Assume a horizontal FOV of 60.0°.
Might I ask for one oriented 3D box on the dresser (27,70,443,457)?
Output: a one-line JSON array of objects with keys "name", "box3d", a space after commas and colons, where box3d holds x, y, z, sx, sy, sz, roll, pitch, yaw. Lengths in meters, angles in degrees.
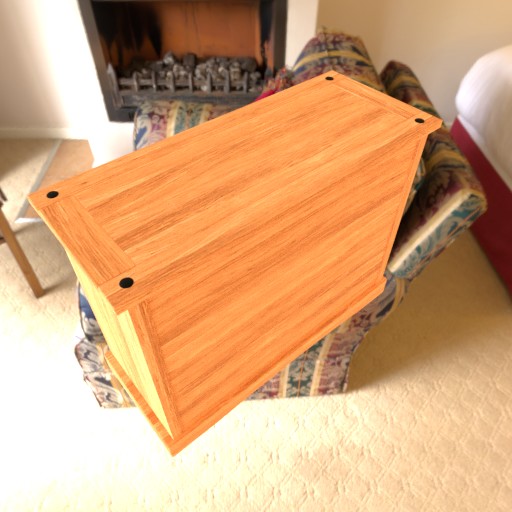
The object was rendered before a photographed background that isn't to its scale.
[{"name": "dresser", "box3d": [0.000, 0.000, 1.362, 0.990, 0.740, 0.410, -31, 54, -26]}]
